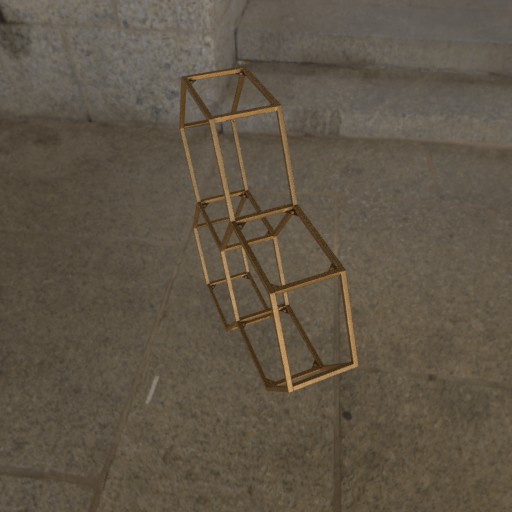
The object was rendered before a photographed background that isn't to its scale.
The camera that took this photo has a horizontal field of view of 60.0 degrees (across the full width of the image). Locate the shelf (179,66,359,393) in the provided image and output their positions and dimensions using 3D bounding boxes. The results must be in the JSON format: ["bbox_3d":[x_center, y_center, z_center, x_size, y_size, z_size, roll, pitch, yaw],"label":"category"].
[{"bbox_3d":[0.000,0.000,1.076,0.150,0.701,0.708,-16,48,-15],"label":"shelf"}]
